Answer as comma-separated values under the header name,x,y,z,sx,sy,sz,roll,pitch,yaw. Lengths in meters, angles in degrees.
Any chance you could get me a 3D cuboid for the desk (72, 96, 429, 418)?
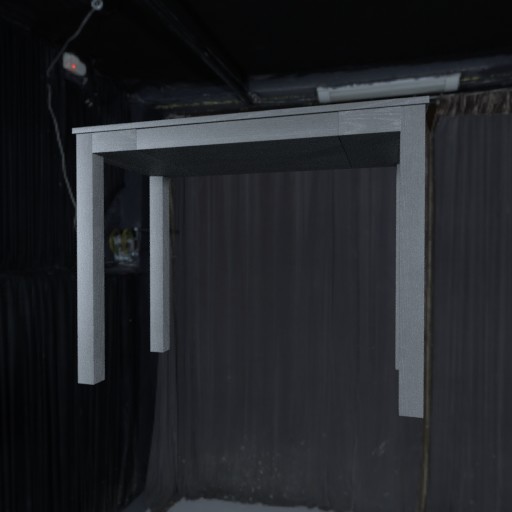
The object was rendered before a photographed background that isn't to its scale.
name,x,y,z,sx,sy,sz,roll,pitch,yaw
desk,0.000,0.000,1.421,0.991,0.762,0.499,0,1,16
